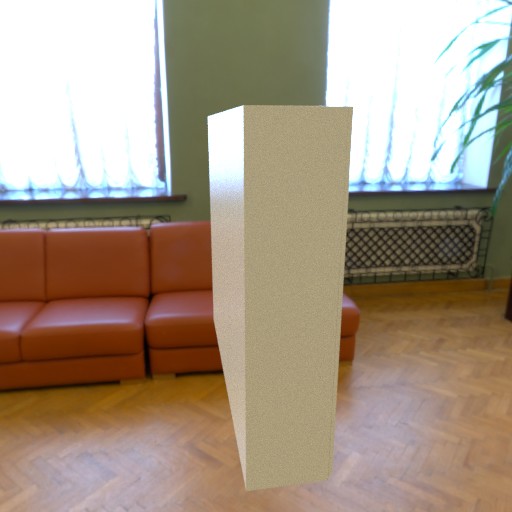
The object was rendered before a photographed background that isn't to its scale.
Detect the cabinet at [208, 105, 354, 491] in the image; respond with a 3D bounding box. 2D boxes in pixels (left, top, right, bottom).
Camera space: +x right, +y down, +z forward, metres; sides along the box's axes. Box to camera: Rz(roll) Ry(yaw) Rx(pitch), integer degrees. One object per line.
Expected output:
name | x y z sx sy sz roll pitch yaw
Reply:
cabinet | 0.000 0.000 3.864 0.590 2.370 2.700 -3 17 -9
